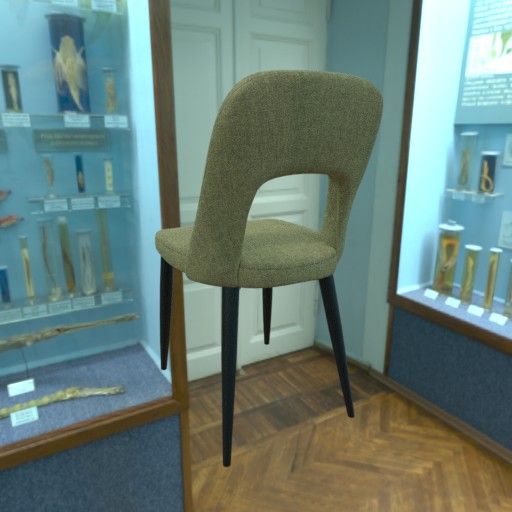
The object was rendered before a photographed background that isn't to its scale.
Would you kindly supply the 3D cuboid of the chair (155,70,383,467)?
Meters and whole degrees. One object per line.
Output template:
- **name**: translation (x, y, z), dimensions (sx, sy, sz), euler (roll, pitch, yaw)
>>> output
- **chair**: translation (0.000, 0.000, 1.278), dimensions (0.470, 0.931, 0.612), euler (-8, 17, -27)
